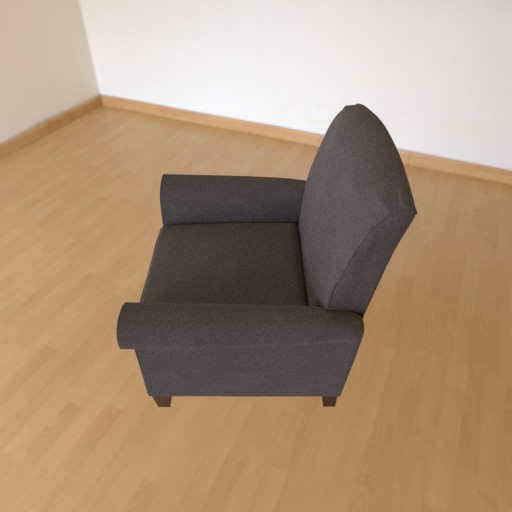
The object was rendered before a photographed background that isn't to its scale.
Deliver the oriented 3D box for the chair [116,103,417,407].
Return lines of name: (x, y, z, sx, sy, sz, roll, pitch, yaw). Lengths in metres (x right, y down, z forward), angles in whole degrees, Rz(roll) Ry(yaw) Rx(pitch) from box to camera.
chair: (0.000, 0.000, 1.788, 0.905, 1.061, 0.978, 0, 40, 0)
